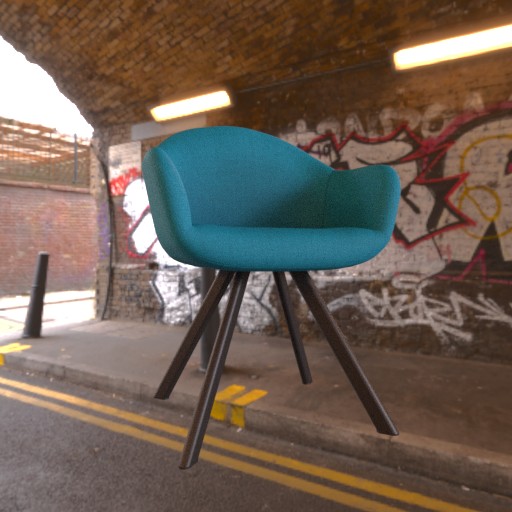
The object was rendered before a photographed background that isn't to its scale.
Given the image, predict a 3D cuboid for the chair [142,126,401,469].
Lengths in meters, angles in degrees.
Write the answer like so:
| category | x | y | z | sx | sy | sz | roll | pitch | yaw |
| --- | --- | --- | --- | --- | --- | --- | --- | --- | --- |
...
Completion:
| category | x | y | z | sx | sy | sz | roll | pitch | yaw |
| --- | --- | --- | --- | --- | --- | --- | --- | --- | --- |
| chair | 0.000 | 0.000 | 1.163 | 0.590 | 0.795 | 0.550 | 0 | 0 | -19 |
